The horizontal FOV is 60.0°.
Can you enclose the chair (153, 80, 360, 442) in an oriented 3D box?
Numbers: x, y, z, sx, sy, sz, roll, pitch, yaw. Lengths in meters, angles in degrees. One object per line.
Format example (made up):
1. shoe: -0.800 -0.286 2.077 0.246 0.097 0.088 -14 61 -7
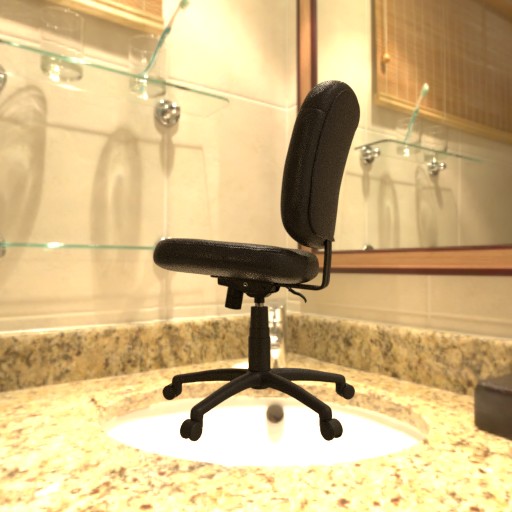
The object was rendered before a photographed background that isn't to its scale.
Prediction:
1. chair: 0.000 0.000 1.411 0.646 0.959 0.647 0 -1 17
